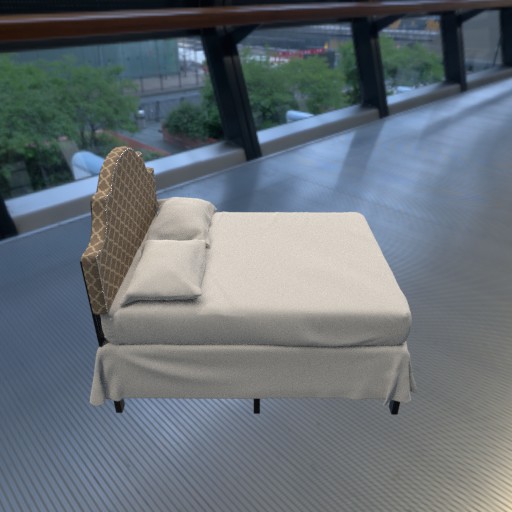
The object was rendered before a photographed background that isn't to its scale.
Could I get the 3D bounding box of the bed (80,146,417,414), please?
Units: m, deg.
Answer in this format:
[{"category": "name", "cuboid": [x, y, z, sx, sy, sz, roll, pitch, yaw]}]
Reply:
[{"category": "bed", "cuboid": [0.000, 0.000, 3.389, 2.222, 1.633, 1.780, 0, 30, 0]}]
